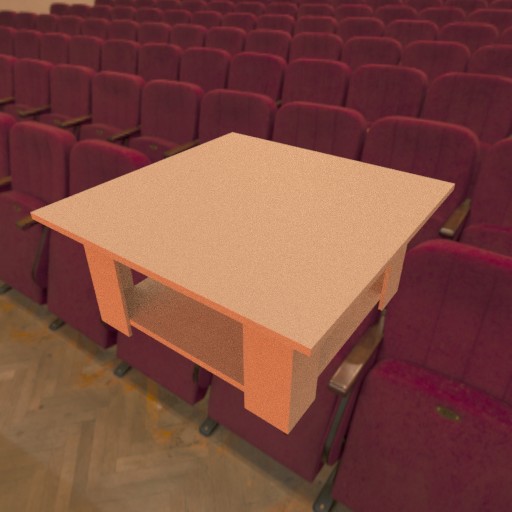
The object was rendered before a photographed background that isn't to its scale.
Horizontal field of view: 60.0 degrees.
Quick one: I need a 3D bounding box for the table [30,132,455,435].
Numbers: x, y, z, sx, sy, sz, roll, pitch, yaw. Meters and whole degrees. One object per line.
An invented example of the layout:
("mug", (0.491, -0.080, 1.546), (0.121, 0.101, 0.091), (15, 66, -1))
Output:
("table", (0.000, 0.000, 1.064), (0.670, 0.305, 0.670), (22, 39, 30))
